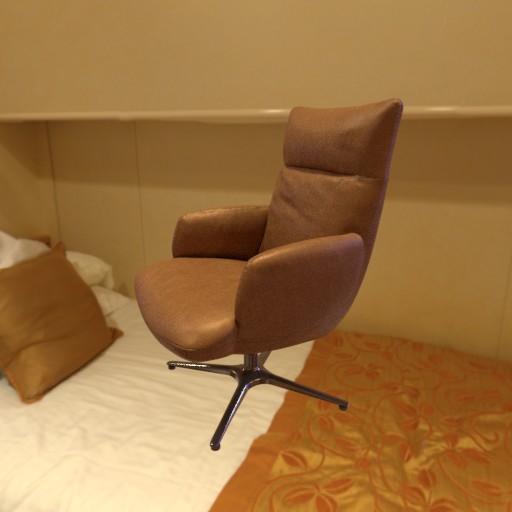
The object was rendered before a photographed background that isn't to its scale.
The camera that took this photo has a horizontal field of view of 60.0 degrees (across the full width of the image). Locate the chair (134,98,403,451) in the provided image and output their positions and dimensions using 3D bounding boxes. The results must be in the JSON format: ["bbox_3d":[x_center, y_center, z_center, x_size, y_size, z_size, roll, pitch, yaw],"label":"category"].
[{"bbox_3d":[0.000,0.000,1.548,0.794,1.027,0.711,-7,18,-24],"label":"chair"}]
